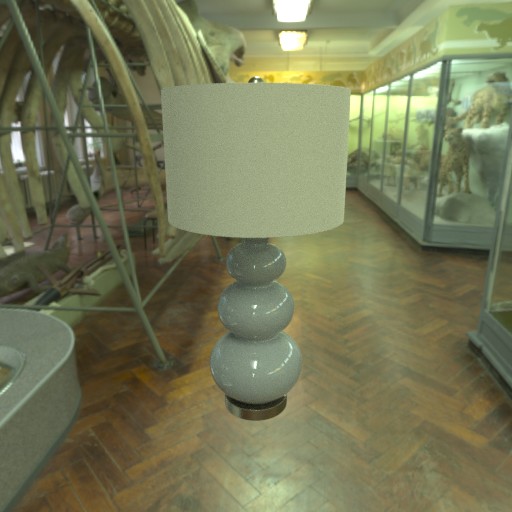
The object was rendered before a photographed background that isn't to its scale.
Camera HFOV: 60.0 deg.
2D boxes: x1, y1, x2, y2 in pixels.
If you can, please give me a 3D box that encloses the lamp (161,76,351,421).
[{"bbox_3d":[0.000,0.000,0.968,0.367,0.730,0.367,-8,18,-25],"label":"lamp"}]
